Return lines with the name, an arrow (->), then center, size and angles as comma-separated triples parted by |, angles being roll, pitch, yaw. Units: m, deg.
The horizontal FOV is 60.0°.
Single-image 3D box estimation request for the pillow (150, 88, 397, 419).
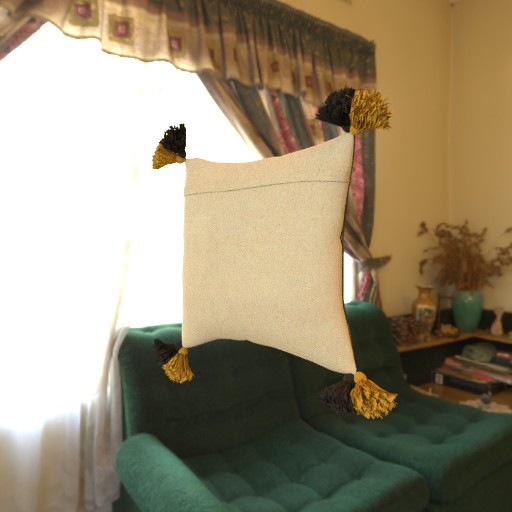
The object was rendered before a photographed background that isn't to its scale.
pillow -> 0.000, 0.000, 0.999 | 0.654, 0.659, 0.139 | 1, 2, 37
